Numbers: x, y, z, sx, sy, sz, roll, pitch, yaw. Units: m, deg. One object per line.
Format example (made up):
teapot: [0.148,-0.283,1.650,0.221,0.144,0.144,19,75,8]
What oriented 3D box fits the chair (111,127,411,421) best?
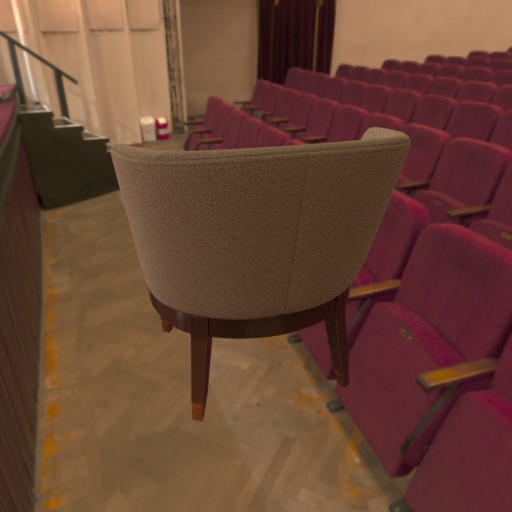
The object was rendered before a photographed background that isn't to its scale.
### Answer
chair: [0.000,0.000,1.256,0.700,0.760,0.660,-8,28,-15]
